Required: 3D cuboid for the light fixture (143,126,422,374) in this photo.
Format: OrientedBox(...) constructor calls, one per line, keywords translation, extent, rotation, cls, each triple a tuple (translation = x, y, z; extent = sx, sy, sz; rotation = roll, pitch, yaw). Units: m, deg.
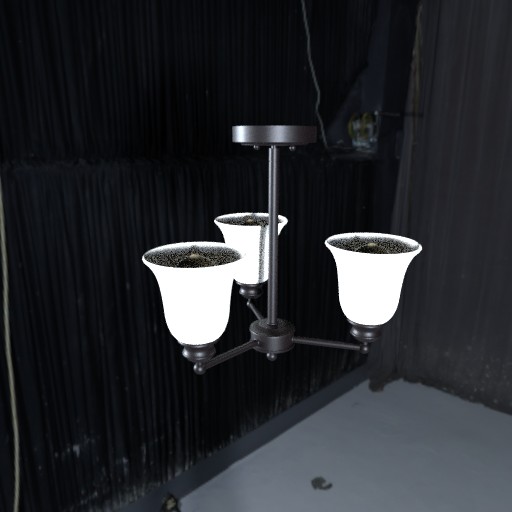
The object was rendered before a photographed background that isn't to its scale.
OrientedBox(translation=(0.000, 0.000, 0.658), extent=(0.354, 0.370, 0.388), rotation=(-14, 21, -42), cls="light fixture")
